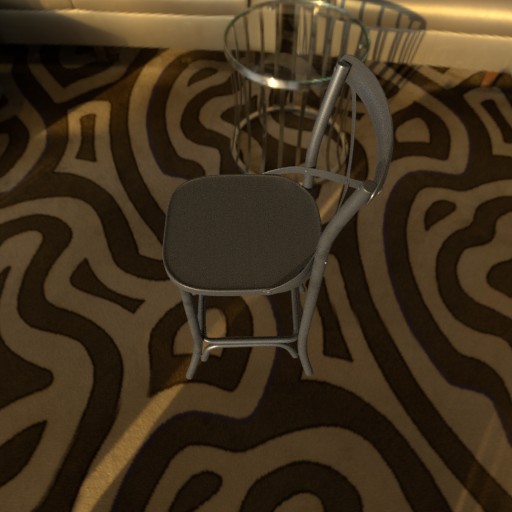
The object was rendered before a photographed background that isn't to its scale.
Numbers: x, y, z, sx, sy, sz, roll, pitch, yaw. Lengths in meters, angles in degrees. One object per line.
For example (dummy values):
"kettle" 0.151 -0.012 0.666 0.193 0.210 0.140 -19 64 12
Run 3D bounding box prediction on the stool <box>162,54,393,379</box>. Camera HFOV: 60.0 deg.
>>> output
"stool" 0.000 0.000 1.436 0.584 1.168 0.457 -1 57 -1
